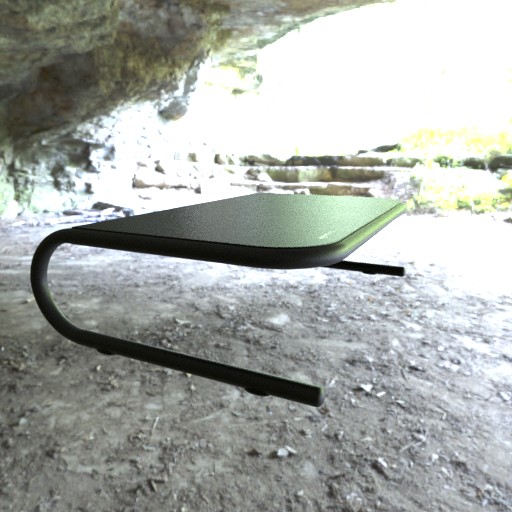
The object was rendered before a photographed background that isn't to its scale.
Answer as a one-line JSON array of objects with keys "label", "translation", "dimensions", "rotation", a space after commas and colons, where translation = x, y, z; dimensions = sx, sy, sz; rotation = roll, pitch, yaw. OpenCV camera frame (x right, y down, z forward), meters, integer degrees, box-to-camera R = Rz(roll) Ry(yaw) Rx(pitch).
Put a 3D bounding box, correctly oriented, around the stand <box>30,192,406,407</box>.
[{"label": "stand", "translation": [0.000, 0.000, 0.502], "dimensions": [0.280, 0.108, 0.370], "rotation": [7, 15, 26]}]
